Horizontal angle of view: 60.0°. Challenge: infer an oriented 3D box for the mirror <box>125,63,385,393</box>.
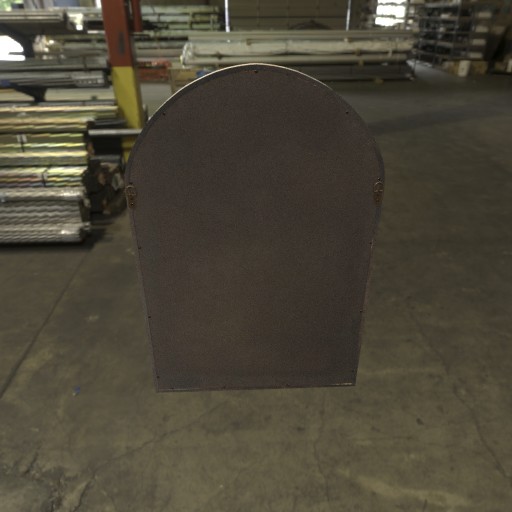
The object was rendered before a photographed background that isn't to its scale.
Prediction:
[{"bbox_3d":[0.000,0.000,1.143,0.609,0.915,0.032,-1,29,-2],"label":"mirror"}]
